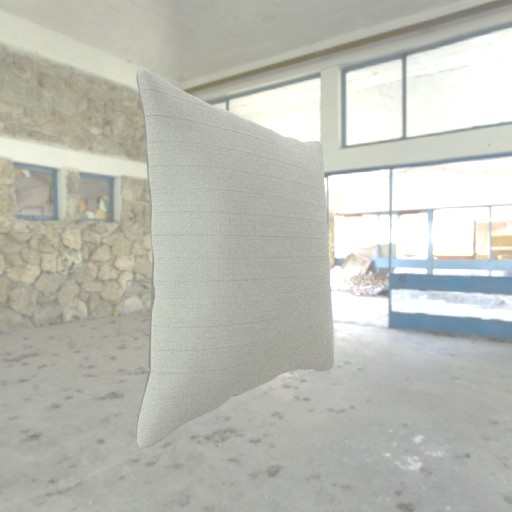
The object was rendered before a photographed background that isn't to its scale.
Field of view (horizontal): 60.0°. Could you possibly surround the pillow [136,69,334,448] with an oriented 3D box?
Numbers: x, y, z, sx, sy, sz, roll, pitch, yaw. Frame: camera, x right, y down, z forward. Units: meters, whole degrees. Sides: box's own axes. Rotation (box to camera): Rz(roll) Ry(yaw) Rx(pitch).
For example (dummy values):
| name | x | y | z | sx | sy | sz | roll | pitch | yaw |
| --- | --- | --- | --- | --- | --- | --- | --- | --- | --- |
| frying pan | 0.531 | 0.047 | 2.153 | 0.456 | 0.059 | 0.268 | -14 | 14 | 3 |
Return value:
| name | x | y | z | sx | sy | sz | roll | pitch | yaw |
| --- | --- | --- | --- | --- | --- | --- | --- | --- | --- |
| pillow | 0.000 | 0.000 | 0.719 | 0.175 | 0.464 | 0.470 | 0 | 1 | 37 |
